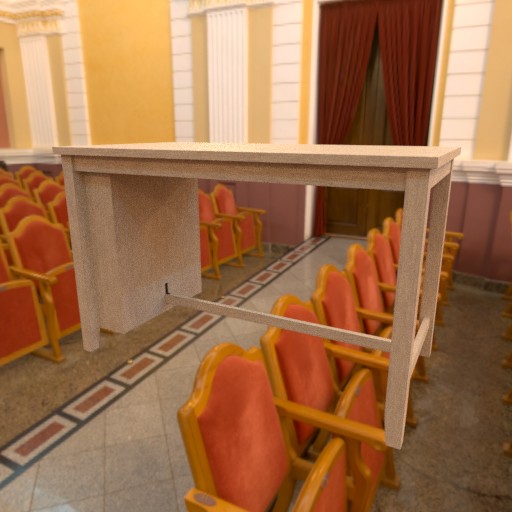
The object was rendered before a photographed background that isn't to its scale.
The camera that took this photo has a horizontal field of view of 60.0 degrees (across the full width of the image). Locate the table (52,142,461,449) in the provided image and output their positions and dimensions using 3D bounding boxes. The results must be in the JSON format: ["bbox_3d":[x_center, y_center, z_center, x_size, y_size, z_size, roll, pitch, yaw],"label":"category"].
[{"bbox_3d":[0.000,0.000,1.827,1.397,0.874,0.729,8,18,27],"label":"table"}]
